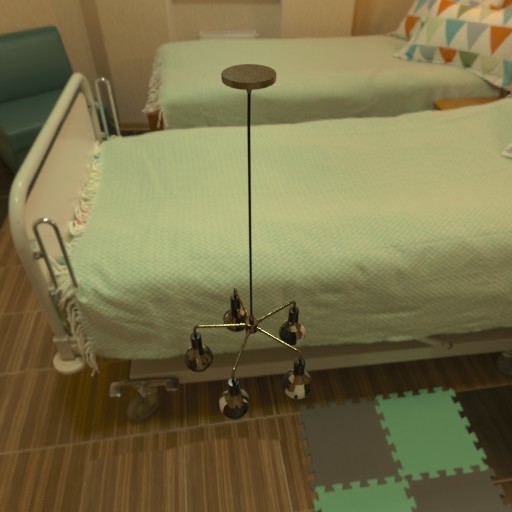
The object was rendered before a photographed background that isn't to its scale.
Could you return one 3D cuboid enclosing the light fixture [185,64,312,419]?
[{"bbox_3d":[0.000,0.000,1.219,0.421,0.988,0.438,-26,48,-27],"label":"light fixture"}]
